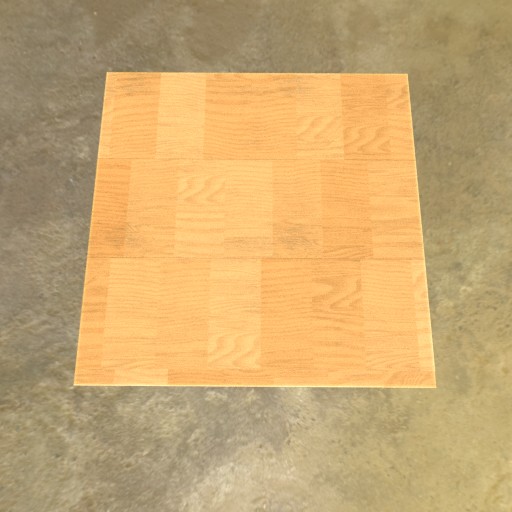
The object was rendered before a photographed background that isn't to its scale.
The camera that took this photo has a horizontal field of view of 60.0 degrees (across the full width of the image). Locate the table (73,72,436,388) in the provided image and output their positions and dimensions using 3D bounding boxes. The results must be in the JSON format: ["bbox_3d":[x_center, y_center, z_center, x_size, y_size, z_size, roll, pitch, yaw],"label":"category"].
[{"bbox_3d":[0.000,0.000,1.361,0.747,0.738,0.747,0,75,0],"label":"table"}]
